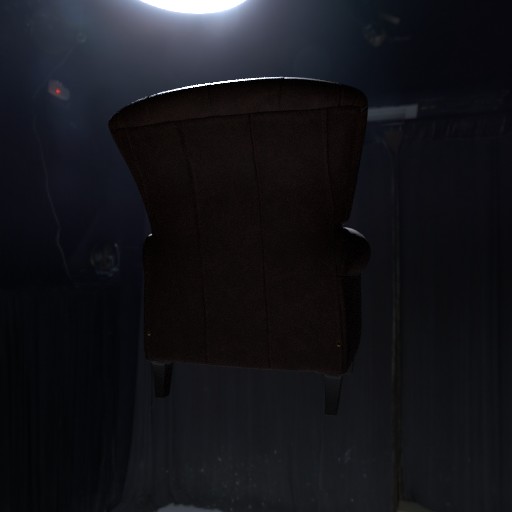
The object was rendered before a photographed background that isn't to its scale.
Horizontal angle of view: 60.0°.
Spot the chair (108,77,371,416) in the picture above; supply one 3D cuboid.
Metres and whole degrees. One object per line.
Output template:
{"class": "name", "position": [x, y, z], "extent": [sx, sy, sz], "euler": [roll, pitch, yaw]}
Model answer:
{"class": "chair", "position": [0.000, 0.000, 1.916], "extent": [0.979, 1.162, 1.031], "euler": [0, -1, 17]}
